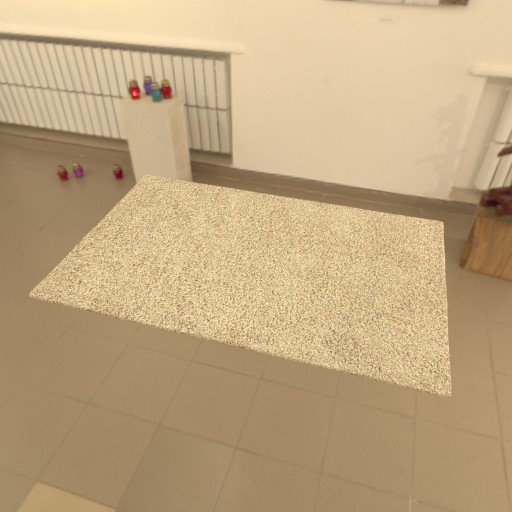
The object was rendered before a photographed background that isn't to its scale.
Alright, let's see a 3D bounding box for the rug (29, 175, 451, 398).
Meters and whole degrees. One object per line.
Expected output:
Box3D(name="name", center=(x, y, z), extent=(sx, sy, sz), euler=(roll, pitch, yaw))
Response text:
Box3D(name="rug", center=(0.000, 0.000, 2.985), extent=(2.438, 0.030, 1.524), euler=(11, 41, 13))
